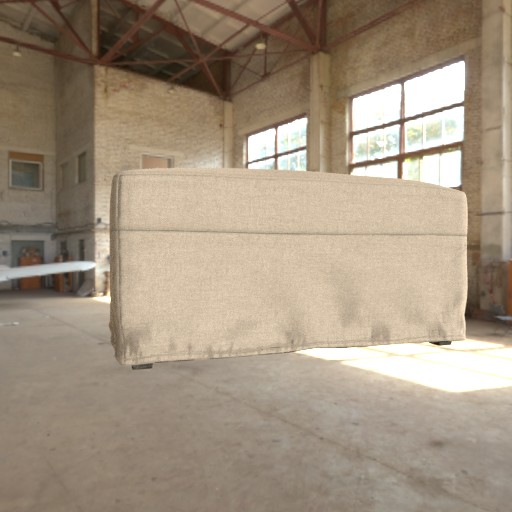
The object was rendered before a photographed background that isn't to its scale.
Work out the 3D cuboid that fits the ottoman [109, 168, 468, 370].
[{"bbox_3d":[0.000,0.000,1.331,0.840,0.436,0.843,0,0,-18],"label":"ottoman"}]
